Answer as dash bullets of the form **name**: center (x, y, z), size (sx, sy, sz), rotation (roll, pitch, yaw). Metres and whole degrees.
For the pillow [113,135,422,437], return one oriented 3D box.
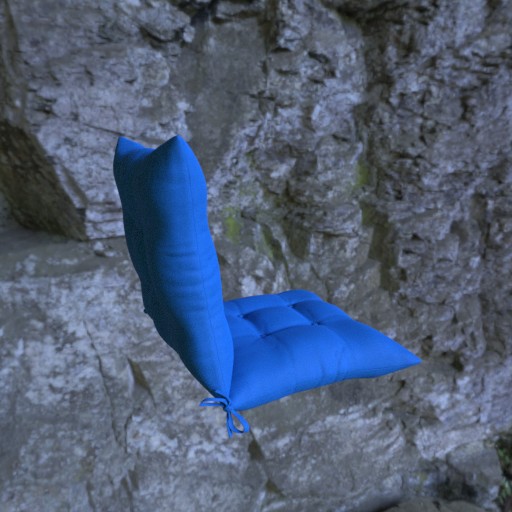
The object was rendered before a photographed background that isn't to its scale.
- **pillow**: center (0.000, 0.000, 1.024), size (0.585, 0.536, 0.541), rotation (-7, 16, -25)
